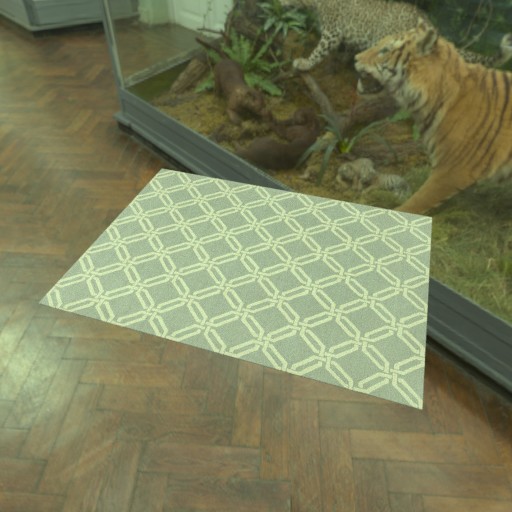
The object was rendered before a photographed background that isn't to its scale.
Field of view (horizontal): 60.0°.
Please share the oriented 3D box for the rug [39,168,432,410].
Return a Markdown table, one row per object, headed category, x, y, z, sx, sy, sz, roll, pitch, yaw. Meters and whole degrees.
| category | x | y | z | sx | sy | sz | roll | pitch | yaw |
| --- | --- | --- | --- | --- | --- | --- | --- | --- | --- |
| rug | 0.000 | 0.000 | 4.489 | 3.353 | 0.013 | 2.438 | 12 | 44 | 13 |
